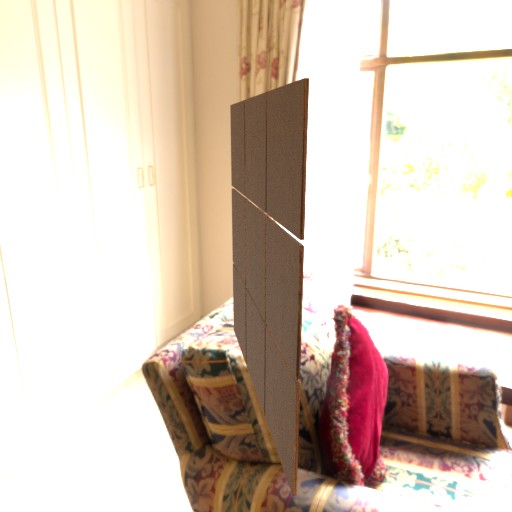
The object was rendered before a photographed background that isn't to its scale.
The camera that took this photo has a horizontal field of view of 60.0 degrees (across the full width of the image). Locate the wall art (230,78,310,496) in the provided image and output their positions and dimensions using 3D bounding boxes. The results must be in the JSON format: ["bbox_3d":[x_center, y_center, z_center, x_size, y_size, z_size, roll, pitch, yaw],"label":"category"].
[{"bbox_3d":[0.000,0.000,1.786,0.013,1.213,1.215,-3,16,-11],"label":"wall art"}]
